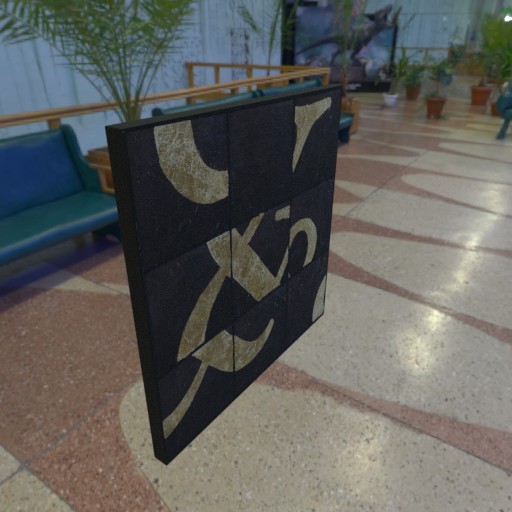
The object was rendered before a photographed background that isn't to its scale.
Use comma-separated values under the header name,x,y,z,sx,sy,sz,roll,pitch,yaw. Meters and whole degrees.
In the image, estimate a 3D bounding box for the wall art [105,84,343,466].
name,x,y,z,sx,sy,sz,roll,pitch,yaw
wall art,0.000,0.000,1.132,0.044,0.758,0.758,18,32,32
